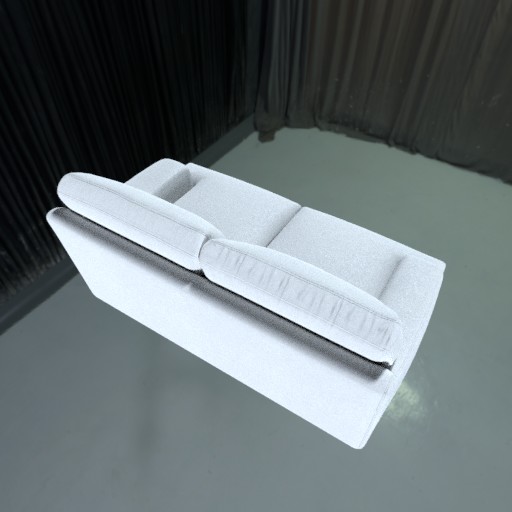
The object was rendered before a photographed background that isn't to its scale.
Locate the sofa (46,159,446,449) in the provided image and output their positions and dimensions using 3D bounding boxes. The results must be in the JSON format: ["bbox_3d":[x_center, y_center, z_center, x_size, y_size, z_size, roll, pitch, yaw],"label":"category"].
[{"bbox_3d":[0.000,0.000,2.435,1.880,0.940,1.143,25,52,21],"label":"sofa"}]
